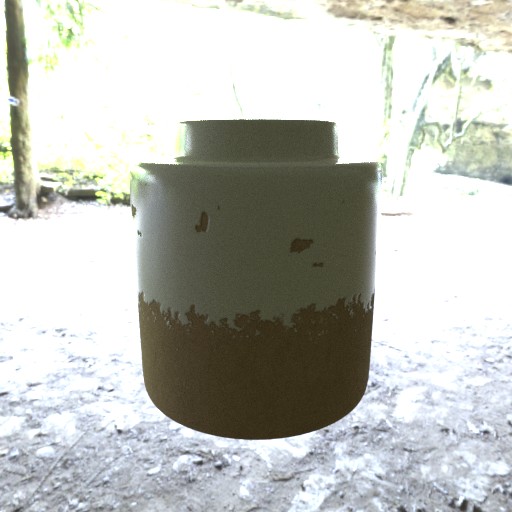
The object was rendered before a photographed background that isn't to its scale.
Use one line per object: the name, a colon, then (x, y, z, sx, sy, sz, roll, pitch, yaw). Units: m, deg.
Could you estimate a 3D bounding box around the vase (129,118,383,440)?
vase: (0.000, 0.000, 0.289, 0.153, 0.167, 0.153, 0, 15, 0)
